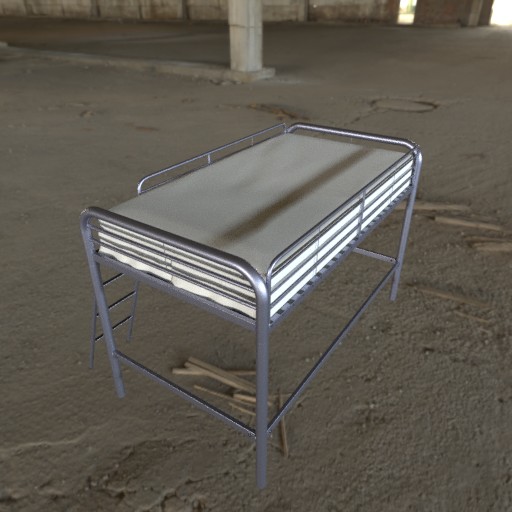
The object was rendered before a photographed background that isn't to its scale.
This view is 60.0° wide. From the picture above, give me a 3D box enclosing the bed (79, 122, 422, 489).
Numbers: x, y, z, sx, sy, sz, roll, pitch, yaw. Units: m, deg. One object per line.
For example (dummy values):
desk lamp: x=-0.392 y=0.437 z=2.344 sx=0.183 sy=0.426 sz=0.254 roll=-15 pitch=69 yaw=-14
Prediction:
bed: x=0.000 y=0.000 z=2.917 sx=1.415 sy=1.288 sz=1.965 roll=19 pitch=35 yaw=29
